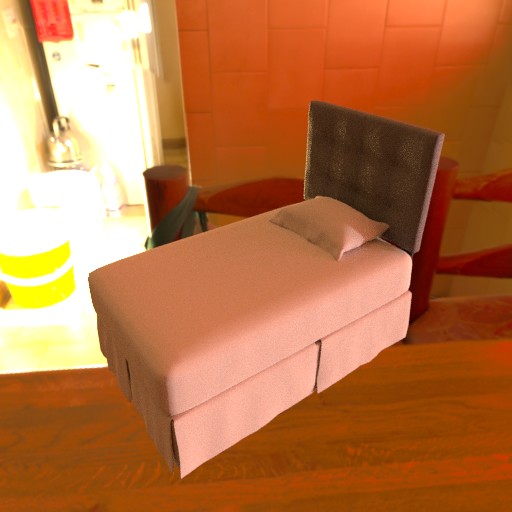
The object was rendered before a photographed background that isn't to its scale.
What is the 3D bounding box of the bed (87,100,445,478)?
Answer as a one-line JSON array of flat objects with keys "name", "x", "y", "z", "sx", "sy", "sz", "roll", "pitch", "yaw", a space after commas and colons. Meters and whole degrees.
[{"name": "bed", "x": 0.000, "y": 0.000, "z": 2.934, "sx": 1.997, "sy": 1.571, "sz": 1.261, "roll": -21, "pitch": 37, "yaw": -30}]
